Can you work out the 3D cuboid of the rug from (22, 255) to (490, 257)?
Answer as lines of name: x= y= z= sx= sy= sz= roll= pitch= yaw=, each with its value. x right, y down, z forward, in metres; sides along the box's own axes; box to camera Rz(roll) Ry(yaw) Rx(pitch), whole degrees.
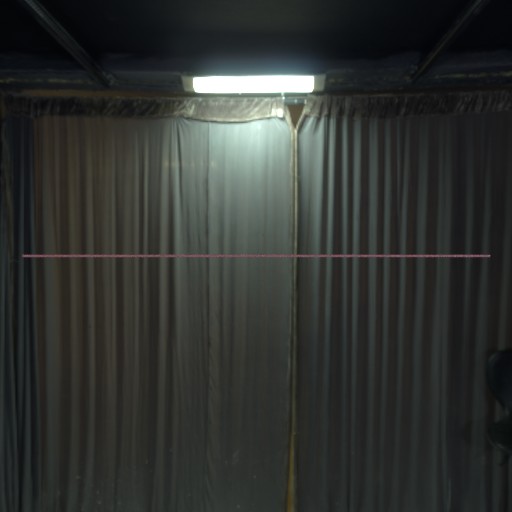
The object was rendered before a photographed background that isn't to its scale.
rug: x=0.000 y=0.000 z=2.892 sx=2.210 sy=0.011 sz=1.599 roll=0 pitch=0 yaw=0
